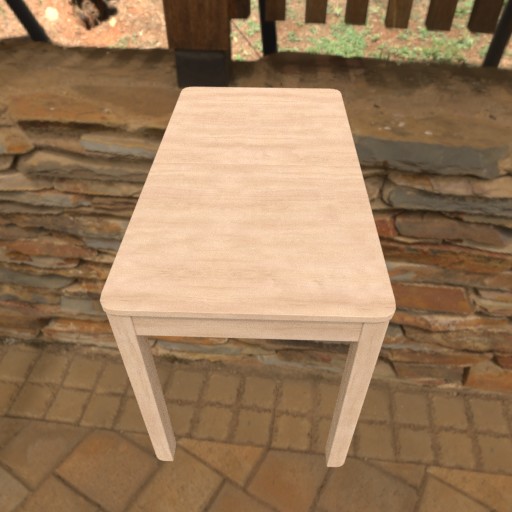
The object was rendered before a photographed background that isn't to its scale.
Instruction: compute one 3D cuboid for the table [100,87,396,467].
[{"bbox_3d":[0.000,0.000,1.908,0.750,0.900,1.400,1,43,1],"label":"table"}]
